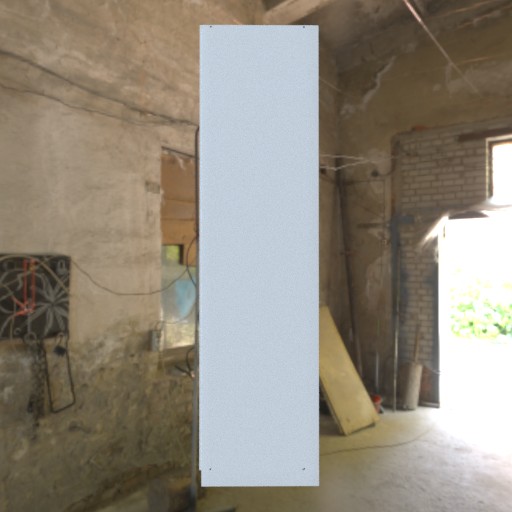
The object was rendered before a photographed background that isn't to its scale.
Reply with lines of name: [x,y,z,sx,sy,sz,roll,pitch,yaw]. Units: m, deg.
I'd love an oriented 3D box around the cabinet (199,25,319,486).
cabinet: [0.000,0.000,2.481,0.510,1.910,1.290,0,0,0]
